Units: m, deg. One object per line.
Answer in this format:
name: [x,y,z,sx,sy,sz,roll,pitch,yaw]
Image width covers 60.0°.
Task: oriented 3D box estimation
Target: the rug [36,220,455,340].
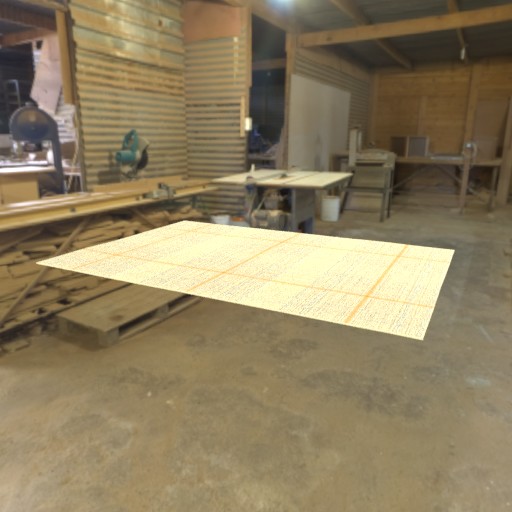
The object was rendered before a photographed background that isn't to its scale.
rug: [0.000,0.000,2.318,1.825,0.015,1.232,8,17,27]
